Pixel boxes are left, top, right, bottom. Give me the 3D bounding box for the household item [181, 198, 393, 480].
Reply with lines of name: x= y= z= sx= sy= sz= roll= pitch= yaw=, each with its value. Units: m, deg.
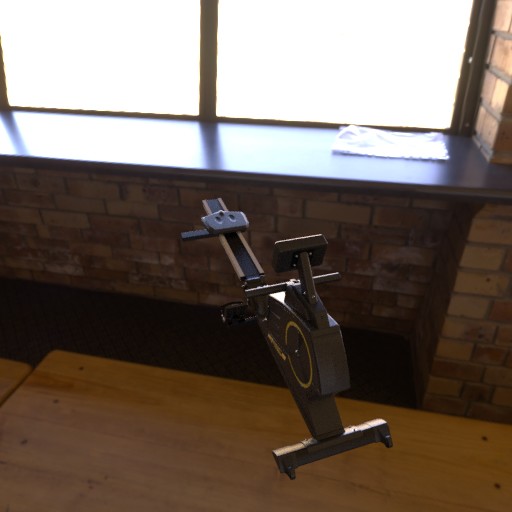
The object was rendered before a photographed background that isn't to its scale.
household item: x=0.000 y=0.000 z=2.564 sx=0.521 sy=0.810 sz=2.251 roll=-10 pitch=31 yaw=-16
